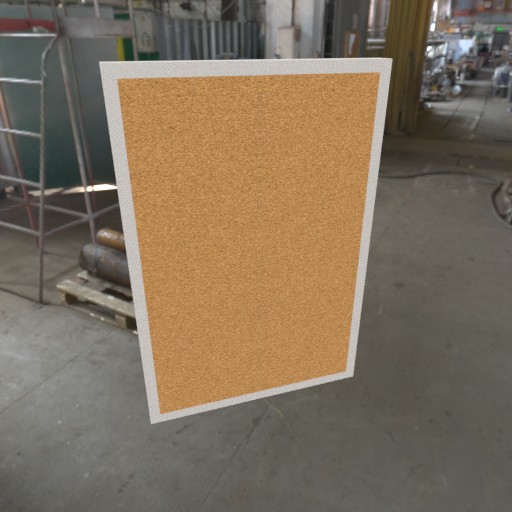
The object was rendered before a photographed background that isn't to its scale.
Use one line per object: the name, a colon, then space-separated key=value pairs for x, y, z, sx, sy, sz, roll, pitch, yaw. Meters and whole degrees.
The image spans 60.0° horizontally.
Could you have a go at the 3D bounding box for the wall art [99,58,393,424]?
wall art: x=0.000 y=0.000 z=0.812 sx=0.450 sy=0.657 sz=0.038 roll=-8 pitch=27 yaw=-16
